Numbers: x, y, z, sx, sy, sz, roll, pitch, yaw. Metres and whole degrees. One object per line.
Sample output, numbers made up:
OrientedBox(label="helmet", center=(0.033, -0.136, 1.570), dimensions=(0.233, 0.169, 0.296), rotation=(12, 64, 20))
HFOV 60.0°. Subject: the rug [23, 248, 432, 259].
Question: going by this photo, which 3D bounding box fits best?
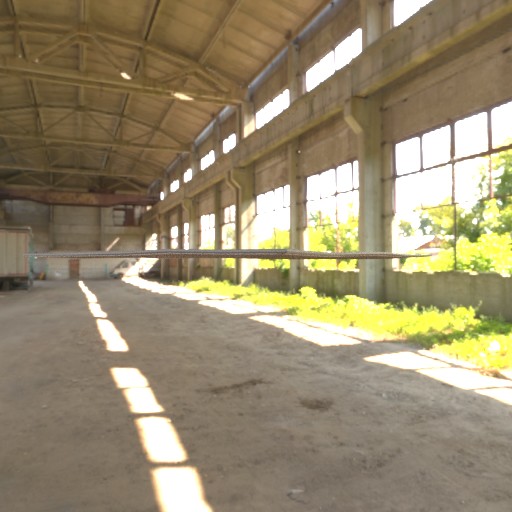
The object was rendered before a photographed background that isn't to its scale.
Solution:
OrientedBox(label="rug", center=(0.000, 0.000, 4.047), dimensions=(2.399, 0.054, 3.011), rotation=(0, -1, 34))
